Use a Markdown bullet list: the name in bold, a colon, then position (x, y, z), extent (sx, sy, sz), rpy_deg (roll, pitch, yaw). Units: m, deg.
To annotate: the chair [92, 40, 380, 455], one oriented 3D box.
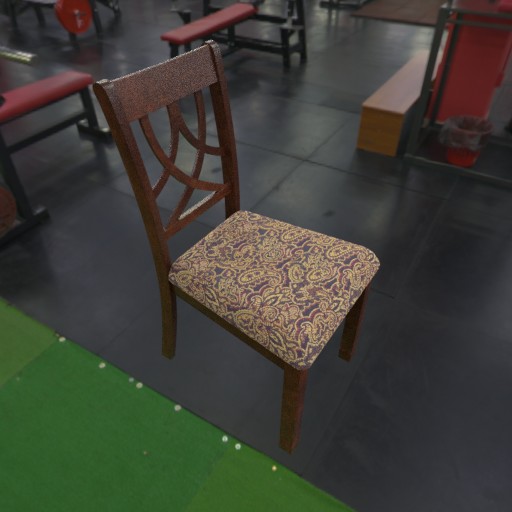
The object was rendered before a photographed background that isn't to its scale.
- **chair**: position (0.000, 0.000, 1.246), extent (0.584, 0.965, 0.457), rpy_deg (24, 46, 25)
